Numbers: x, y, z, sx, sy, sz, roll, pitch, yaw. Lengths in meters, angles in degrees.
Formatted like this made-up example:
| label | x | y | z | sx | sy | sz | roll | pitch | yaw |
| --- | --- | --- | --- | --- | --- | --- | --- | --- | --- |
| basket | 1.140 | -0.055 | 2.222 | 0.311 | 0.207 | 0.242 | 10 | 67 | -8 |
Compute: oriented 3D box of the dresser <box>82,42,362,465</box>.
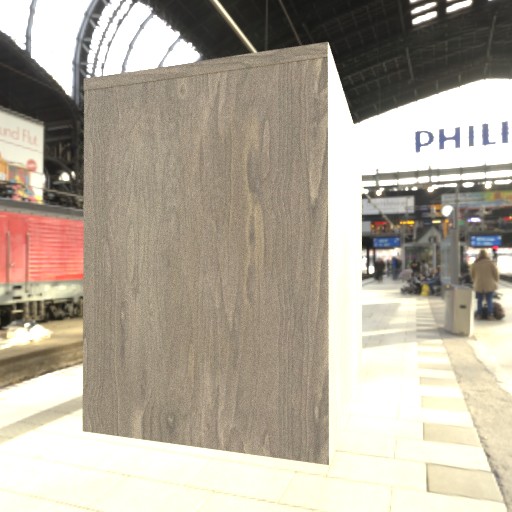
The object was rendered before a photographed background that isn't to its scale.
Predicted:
| label | x | y | z | sx | sy | sz | roll | pitch | yaw |
| --- | --- | --- | --- | --- | --- | --- | --- | --- | --- |
| dresser | 0.000 | 0.000 | 1.262 | 0.529 | 0.762 | 0.809 | 0 | -1 | 18 |
